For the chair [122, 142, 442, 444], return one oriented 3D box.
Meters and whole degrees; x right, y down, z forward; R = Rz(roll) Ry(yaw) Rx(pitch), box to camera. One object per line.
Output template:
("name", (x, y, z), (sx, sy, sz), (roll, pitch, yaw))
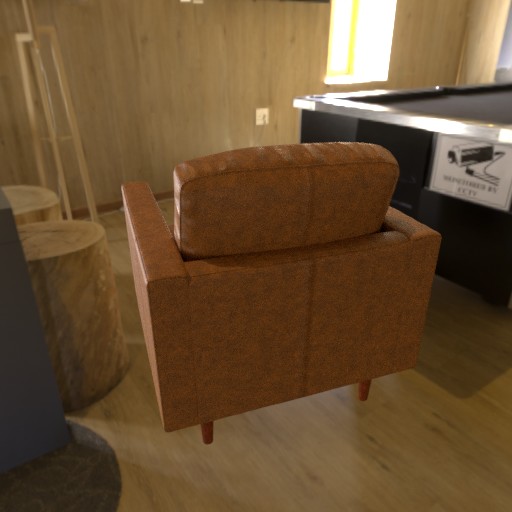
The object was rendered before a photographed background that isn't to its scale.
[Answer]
("chair", (0.000, 0.000, 1.690), (0.890, 0.956, 0.909), (-9, 27, -17))
